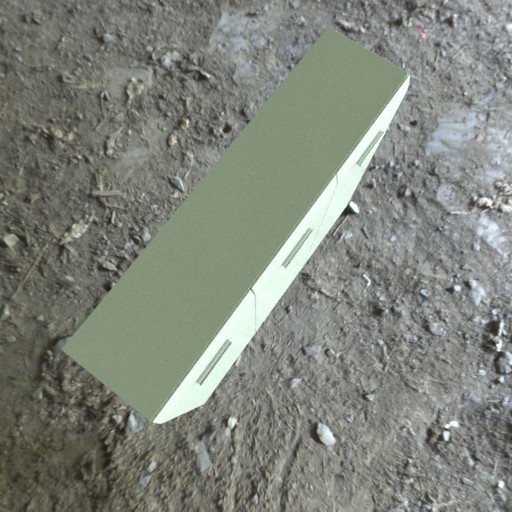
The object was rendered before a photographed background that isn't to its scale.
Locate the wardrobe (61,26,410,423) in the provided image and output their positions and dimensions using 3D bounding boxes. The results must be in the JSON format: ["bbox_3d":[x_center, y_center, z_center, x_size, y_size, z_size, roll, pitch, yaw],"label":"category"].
[{"bbox_3d":[0.000,0.000,1.920,0.360,1.200,1.340,35,77,9],"label":"wardrobe"}]
